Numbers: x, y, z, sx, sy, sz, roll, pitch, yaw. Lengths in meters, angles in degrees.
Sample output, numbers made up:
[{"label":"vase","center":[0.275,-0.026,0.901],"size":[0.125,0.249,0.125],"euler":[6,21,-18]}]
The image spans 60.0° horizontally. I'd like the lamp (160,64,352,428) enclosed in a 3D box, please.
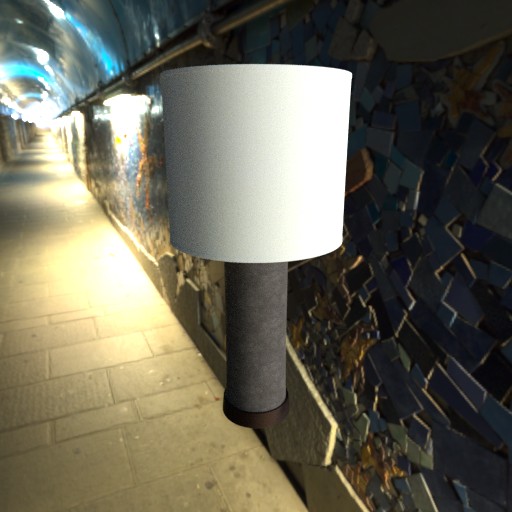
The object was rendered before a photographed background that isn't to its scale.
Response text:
[{"label":"lamp","center":[0.000,0.000,0.797],"size":[0.301,0.630,0.301],"euler":[-3,17,-9]}]
